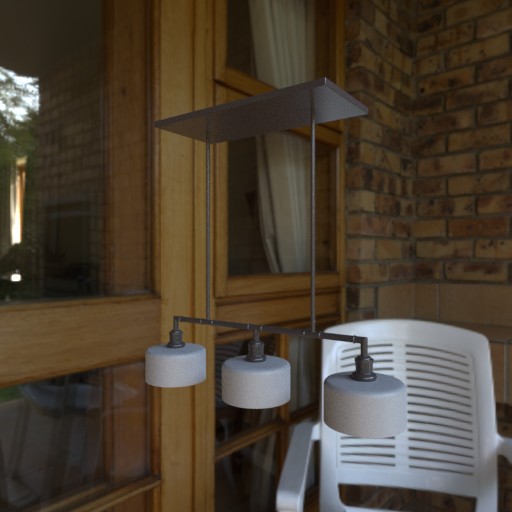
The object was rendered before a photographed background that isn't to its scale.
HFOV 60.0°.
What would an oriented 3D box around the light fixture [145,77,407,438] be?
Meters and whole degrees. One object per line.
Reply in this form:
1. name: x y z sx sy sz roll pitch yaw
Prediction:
1. light fixture: 0.000 0.000 0.875 0.582 0.557 0.177 0 0 36
